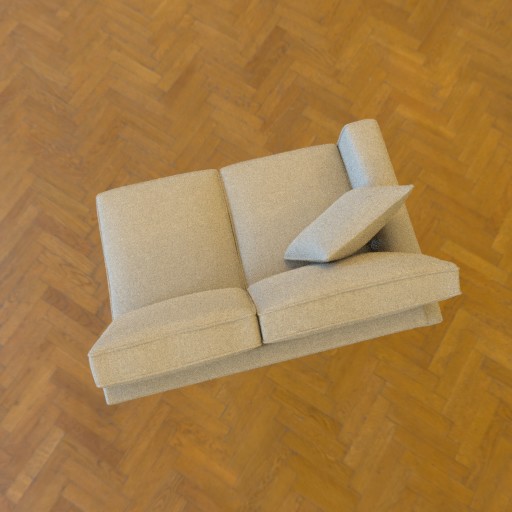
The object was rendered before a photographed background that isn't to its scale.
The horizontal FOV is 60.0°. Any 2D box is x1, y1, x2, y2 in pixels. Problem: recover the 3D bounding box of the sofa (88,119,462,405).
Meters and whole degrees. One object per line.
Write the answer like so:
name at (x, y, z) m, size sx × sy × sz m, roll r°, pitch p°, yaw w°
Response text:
sofa at (0.000, 0.000, 2.056) m, size 1.388 × 0.989 × 0.991 m, roll -13°, pitch 76°, yaw -3°
